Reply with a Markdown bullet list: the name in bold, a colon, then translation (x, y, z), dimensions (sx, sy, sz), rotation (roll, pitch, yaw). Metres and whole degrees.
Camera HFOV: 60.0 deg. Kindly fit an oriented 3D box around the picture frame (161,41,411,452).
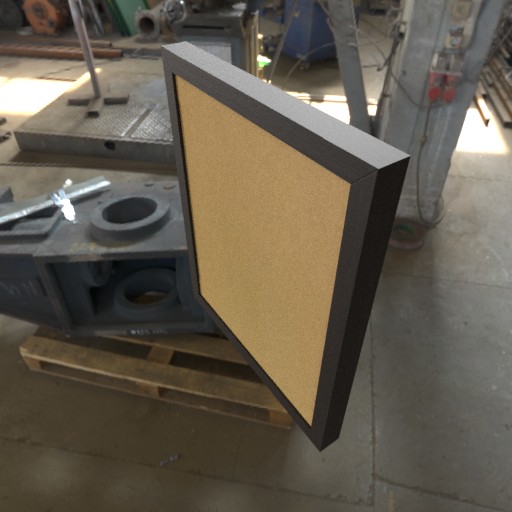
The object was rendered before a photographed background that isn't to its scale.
- **picture frame**: translation (0.000, 0.000, 0.734), dimensions (0.044, 0.555, 0.452), rotation (-24, 47, -25)
